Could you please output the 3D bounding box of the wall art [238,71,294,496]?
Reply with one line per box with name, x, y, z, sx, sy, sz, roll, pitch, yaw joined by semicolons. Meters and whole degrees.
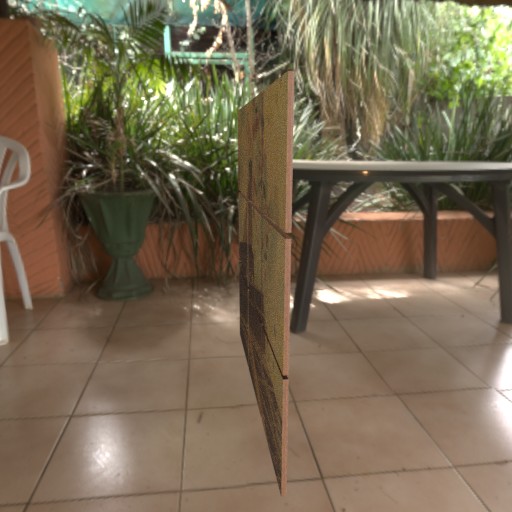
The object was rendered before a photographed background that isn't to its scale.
wall art;0.000;0.000;1.844;0.017;1.246;1.256;-2;14;-8
